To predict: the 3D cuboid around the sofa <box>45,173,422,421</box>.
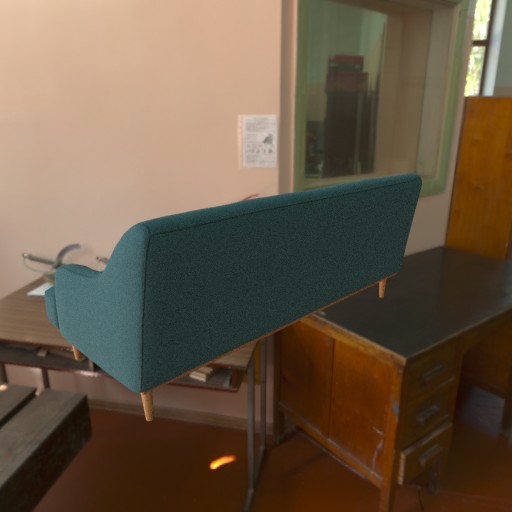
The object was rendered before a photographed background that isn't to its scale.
[{"bbox_3d":[0.000,0.000,2.534,2.057,0.871,0.978,-17,24,-42],"label":"sofa"}]
